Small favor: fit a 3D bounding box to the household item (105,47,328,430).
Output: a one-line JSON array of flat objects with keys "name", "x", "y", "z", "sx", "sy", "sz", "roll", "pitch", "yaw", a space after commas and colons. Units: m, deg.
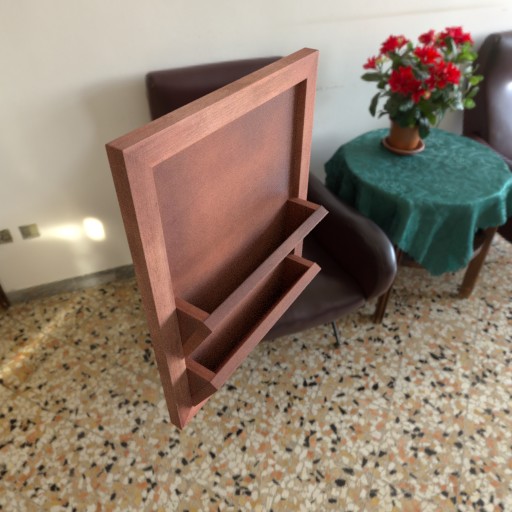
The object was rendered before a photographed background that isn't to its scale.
[{"name": "household item", "x": 0.000, "y": 0.000, "z": 0.550, "sx": 0.067, "sy": 0.407, "sz": 0.310, "roll": 24, "pitch": 46, "yaw": 25}]
